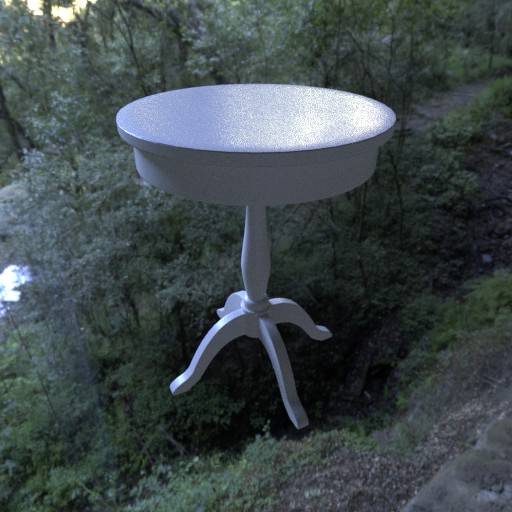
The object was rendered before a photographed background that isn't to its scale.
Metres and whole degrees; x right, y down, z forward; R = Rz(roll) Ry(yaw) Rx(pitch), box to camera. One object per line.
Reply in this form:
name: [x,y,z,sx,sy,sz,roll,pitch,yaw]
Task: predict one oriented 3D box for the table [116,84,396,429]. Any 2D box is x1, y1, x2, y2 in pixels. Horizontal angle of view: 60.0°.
table: [0.000,0.000,1.009,0.513,0.653,0.513,0,31,0]
